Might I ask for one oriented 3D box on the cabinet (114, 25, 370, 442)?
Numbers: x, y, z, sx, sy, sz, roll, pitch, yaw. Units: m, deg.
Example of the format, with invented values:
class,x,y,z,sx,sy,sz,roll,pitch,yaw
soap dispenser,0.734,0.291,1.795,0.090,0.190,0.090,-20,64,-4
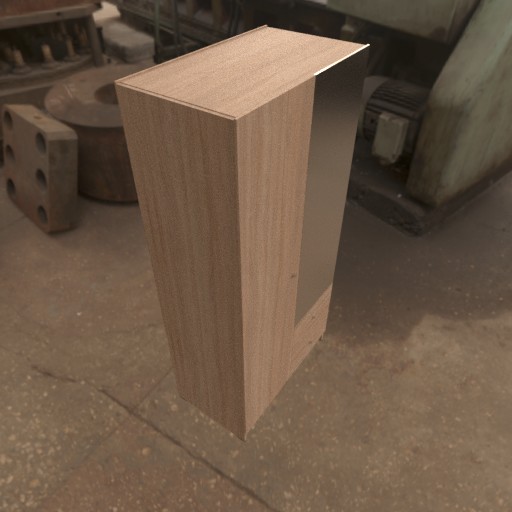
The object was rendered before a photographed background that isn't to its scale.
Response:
class,x,y,z,sx,sy,sz,roll,pitch,yaw
cabinet,0.000,0.000,2.520,0.590,2.121,1.001,25,47,26
